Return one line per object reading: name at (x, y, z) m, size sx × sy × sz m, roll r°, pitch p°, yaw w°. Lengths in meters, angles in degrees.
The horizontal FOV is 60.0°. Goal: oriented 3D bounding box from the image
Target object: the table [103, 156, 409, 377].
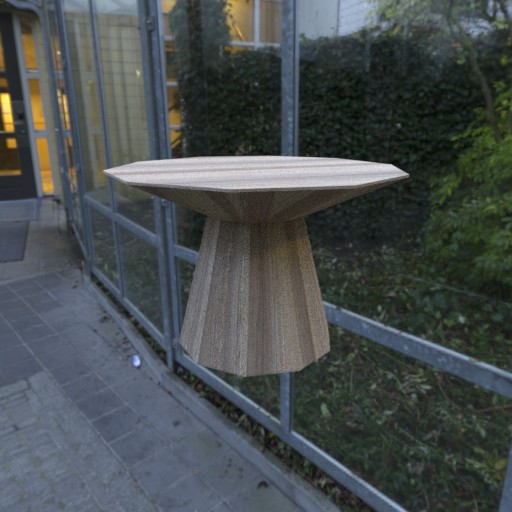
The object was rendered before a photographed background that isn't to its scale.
table at (0.000, 0.000, 1.906) m, size 1.186 × 0.752 × 1.186 m, roll 0°, pitch 17°, yaw 0°
